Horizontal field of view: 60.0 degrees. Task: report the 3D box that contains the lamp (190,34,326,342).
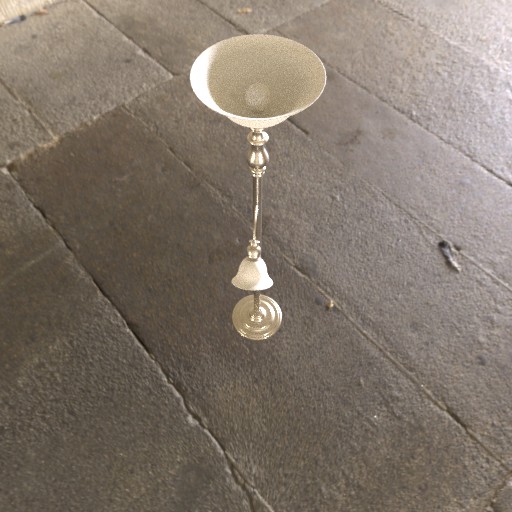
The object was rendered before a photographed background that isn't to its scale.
[{"bbox_3d":[0.000,0.000,2.036,0.405,1.785,0.575,3,58,2],"label":"lamp"}]
